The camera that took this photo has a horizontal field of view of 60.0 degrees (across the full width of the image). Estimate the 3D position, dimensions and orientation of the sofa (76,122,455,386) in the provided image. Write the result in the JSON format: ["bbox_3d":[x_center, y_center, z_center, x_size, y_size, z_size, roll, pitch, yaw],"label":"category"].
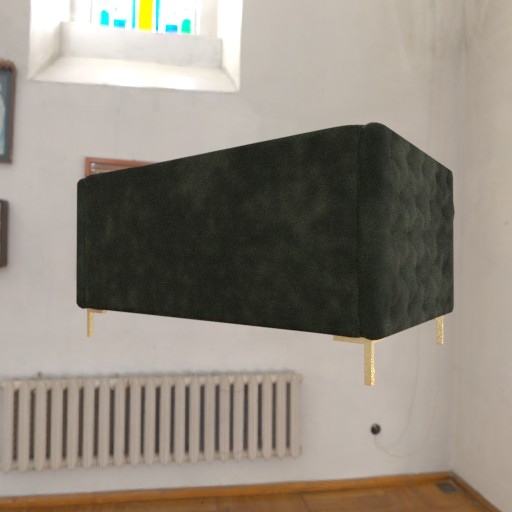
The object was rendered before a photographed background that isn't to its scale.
[{"bbox_3d":[0.000,0.000,2.029,1.537,0.768,0.895,-1,-1,36],"label":"sofa"}]
